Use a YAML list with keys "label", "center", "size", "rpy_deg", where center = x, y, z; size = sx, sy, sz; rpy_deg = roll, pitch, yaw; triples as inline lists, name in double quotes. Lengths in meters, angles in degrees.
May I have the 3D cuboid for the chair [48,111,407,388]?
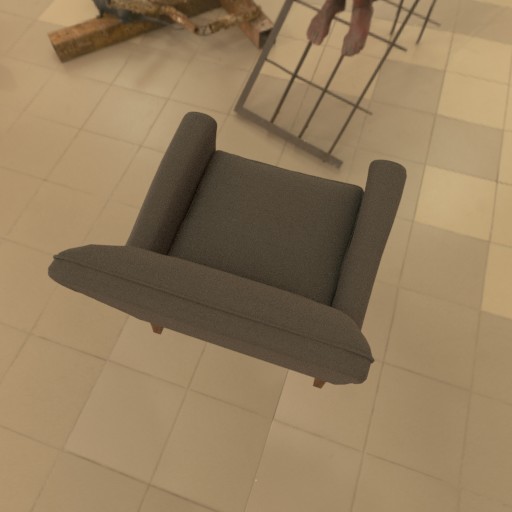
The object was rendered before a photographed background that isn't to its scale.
- label: "chair"
  center: [0.000, 0.000, 1.549]
  size: [0.836, 0.911, 0.831]
  rpy_deg: [17, 64, 8]
